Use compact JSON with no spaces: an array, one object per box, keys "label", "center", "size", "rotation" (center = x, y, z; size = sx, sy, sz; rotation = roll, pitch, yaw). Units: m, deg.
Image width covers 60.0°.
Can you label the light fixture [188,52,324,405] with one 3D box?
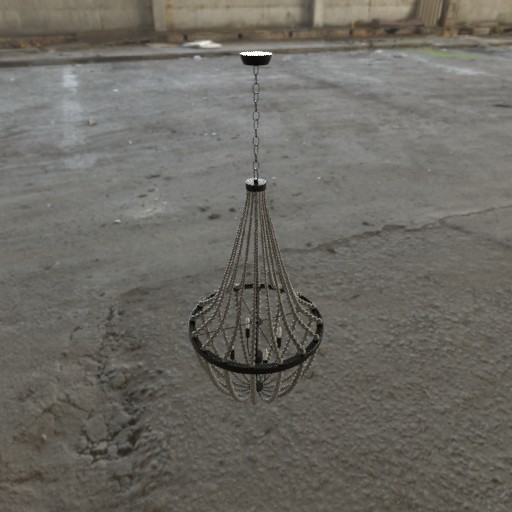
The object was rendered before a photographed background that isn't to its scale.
[{"label":"light fixture","center":[0.000,0.000,1.357],"size":[0.450,1.133,0.450],"rotation":[0,30,0]}]
